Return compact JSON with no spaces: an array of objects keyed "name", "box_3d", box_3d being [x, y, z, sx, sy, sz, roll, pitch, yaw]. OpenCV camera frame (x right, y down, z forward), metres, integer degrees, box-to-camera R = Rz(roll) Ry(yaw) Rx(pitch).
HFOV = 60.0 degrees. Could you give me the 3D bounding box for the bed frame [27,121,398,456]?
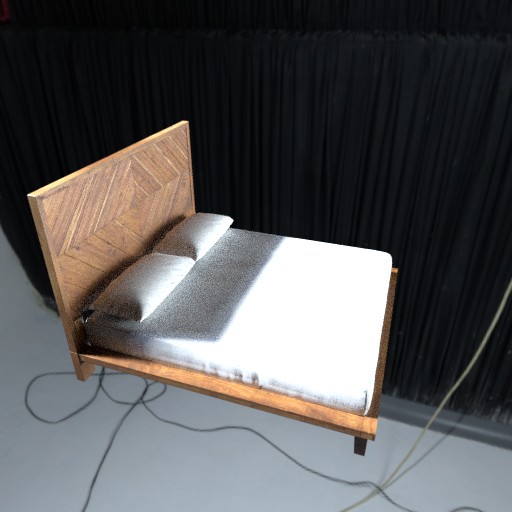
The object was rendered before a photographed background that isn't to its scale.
[{"name":"bed frame","box_3d":[0.000,0.000,3.586,2.235,1.537,2.038,10,31,17]}]
